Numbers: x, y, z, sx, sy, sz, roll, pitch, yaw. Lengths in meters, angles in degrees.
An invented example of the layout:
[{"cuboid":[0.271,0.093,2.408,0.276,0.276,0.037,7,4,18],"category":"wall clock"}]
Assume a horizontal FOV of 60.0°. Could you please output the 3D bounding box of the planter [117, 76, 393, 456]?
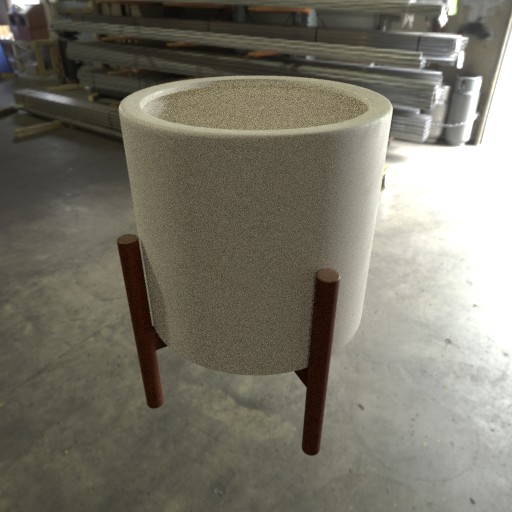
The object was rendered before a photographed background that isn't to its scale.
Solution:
[{"cuboid":[0.000,0.000,0.848,0.421,0.581,0.420,11,33,18],"category":"planter"}]
